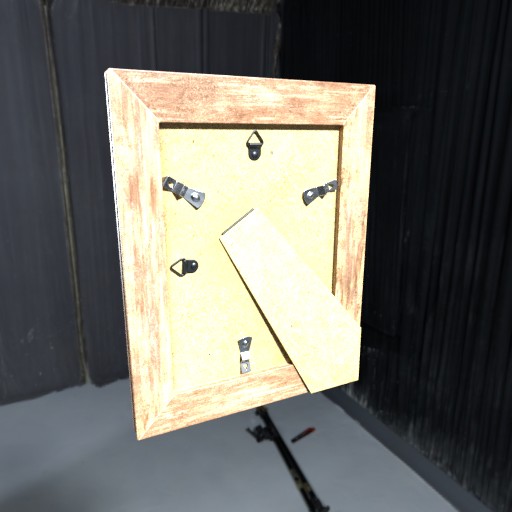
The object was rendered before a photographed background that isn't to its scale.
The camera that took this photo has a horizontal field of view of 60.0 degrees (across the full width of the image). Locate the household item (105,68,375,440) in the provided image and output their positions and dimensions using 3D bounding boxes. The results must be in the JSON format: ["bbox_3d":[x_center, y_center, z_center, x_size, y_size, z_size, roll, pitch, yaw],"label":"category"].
[{"bbox_3d":[0.000,0.000,0.317,0.186,0.237,0.018,-7,17,-25],"label":"household item"}]
